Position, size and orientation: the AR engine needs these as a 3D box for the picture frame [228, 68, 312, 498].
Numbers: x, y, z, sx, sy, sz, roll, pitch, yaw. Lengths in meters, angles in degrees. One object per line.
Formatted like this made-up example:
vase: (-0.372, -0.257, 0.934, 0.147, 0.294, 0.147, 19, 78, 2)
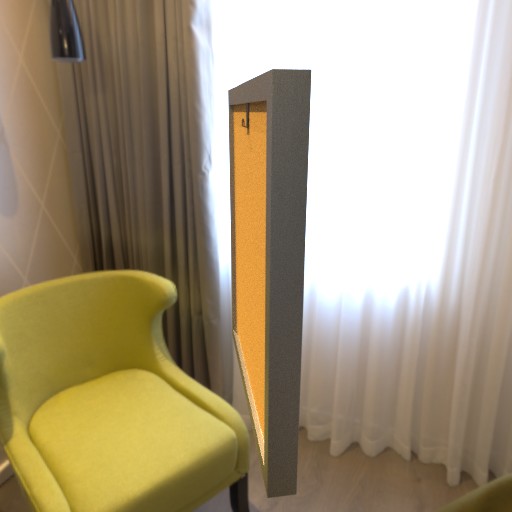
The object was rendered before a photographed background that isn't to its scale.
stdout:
picture frame: (0.000, 0.000, 1.328, 0.073, 0.968, 0.839, -3, 18, -8)
